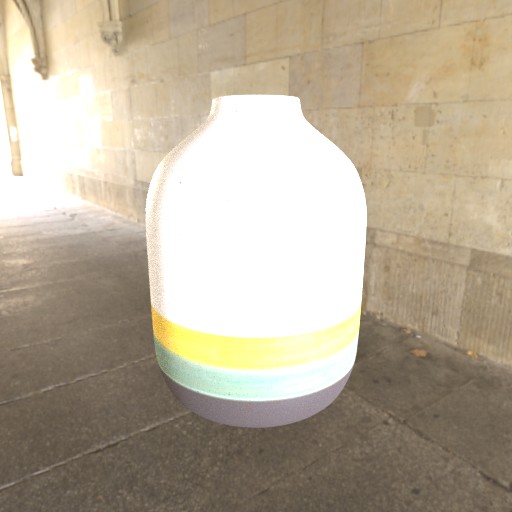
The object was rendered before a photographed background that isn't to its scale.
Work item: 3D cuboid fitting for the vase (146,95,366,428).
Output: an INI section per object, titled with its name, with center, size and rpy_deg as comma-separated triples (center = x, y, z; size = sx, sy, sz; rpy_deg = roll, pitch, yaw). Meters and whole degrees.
[vase]
center = 0.000, 0.000, 0.357
size = 0.169, 0.240, 0.169
rpy_deg = 0, 16, 0
